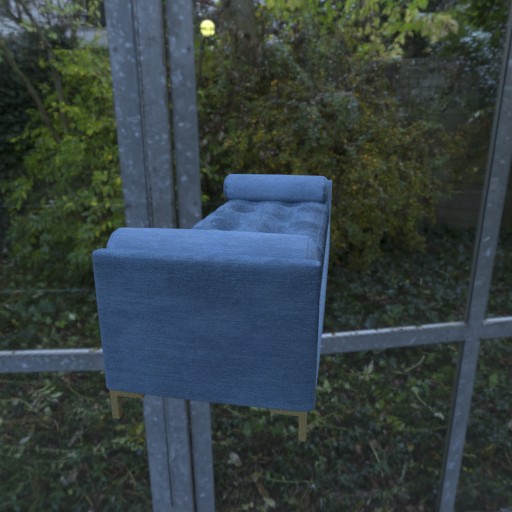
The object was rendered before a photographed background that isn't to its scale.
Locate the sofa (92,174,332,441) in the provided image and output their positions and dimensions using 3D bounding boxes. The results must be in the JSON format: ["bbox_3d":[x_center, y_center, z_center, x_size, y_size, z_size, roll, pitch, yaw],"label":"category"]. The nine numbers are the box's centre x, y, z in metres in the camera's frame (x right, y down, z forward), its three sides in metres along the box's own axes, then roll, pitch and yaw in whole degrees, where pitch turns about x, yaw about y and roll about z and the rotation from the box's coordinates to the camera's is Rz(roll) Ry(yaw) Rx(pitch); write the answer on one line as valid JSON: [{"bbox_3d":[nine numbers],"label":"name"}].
[{"bbox_3d":[0.000,0.000,2.486,0.796,0.705,2.102,3,17,10],"label":"sofa"}]
